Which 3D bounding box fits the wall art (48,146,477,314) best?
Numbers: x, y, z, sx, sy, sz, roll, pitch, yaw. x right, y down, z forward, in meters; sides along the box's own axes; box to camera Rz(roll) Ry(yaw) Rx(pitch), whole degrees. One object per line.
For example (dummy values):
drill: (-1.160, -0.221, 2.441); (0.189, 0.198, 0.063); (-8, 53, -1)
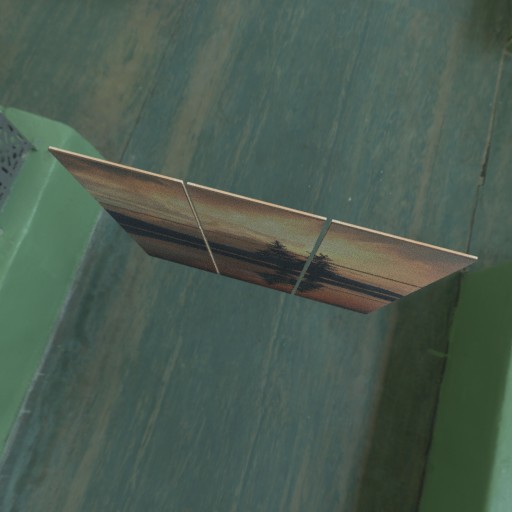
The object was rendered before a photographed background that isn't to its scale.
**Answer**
wall art: (0.000, 0.000, 1.803); (1.216, 1.218, 0.013); (15, 76, 4)
